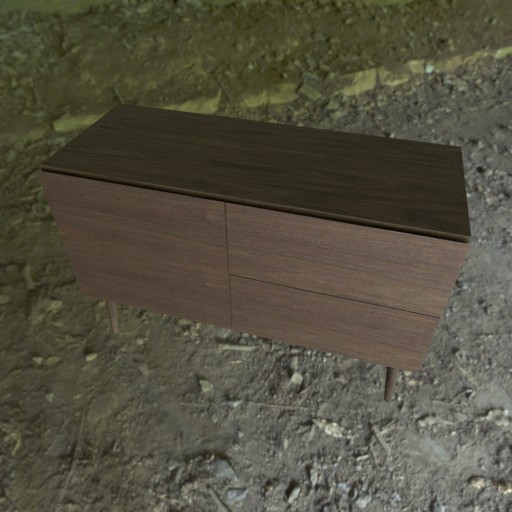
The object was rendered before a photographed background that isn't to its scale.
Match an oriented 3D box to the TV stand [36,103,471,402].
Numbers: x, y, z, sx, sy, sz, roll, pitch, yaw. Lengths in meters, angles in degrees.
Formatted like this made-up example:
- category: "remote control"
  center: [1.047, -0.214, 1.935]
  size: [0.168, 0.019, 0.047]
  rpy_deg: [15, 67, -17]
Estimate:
- category: "TV stand"
  center: [0.000, 0.000, 1.325]
  size: [0.990, 0.660, 0.405]
  rpy_deg: [11, 43, 12]
